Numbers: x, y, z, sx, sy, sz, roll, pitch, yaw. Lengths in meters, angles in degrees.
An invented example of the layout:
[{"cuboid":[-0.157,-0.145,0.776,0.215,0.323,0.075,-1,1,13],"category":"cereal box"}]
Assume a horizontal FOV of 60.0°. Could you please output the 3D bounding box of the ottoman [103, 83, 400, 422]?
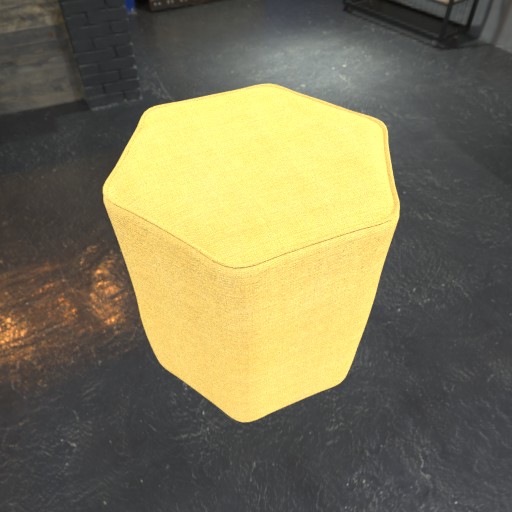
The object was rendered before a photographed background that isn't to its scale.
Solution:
[{"cuboid":[0.000,0.000,0.885,0.494,0.502,0.443,-18,50,-16],"category":"ottoman"}]
